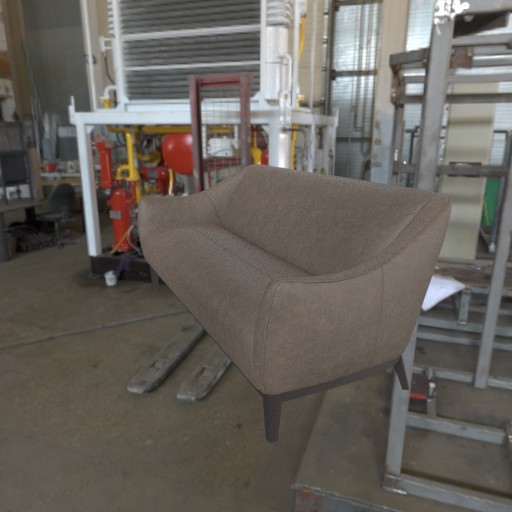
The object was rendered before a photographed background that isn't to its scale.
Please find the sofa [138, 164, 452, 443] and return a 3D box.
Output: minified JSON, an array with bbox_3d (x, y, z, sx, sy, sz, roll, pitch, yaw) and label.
[{"bbox_3d":[0.000,0.000,2.350,0.869,0.831,1.928,-8,18,-25],"label":"sofa"}]
